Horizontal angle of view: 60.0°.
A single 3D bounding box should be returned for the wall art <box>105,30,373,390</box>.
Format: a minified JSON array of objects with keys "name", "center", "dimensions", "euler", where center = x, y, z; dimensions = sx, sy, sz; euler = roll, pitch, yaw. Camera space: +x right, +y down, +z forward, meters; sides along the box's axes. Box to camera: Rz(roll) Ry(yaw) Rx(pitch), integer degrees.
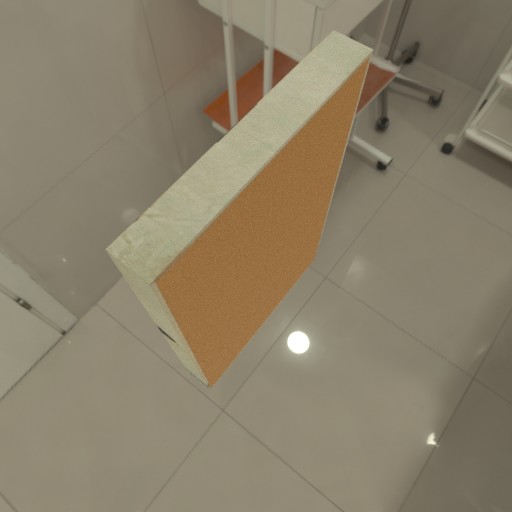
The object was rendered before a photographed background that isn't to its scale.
[{"name":"wall art","center":[0.000,0.000,0.483],"dimensions":[0.038,0.381,0.254],"euler":[35,69,16]}]
